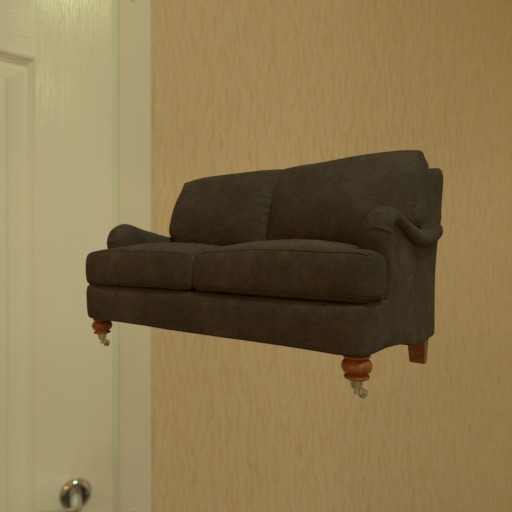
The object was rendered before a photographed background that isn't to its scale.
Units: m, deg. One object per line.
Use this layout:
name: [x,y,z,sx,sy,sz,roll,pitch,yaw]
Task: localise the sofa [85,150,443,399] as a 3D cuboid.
sofa: [0.000,0.000,2.536,1.853,1.101,1.084,0,0,37]
